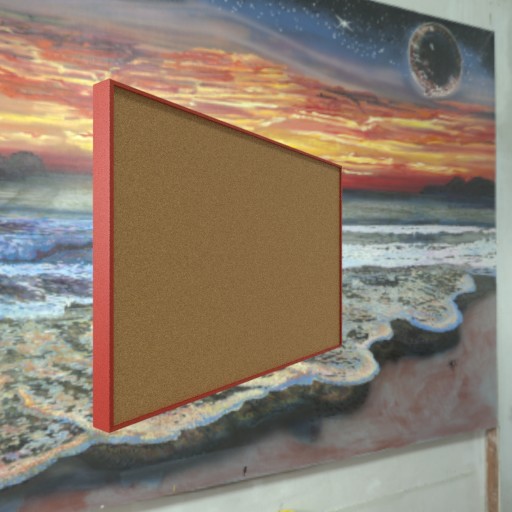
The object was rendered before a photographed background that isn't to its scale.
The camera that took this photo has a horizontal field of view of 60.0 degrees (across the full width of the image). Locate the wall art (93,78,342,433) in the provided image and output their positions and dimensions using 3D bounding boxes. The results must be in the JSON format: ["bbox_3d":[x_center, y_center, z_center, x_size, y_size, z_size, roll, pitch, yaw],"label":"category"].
[{"bbox_3d":[0.000,0.000,0.758,0.033,0.405,0.607,0,0,36],"label":"wall art"}]
